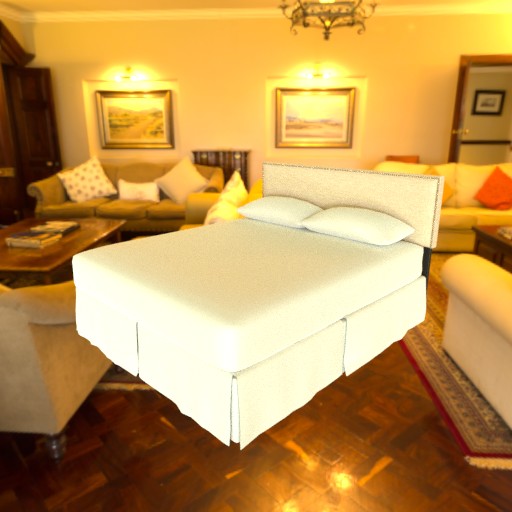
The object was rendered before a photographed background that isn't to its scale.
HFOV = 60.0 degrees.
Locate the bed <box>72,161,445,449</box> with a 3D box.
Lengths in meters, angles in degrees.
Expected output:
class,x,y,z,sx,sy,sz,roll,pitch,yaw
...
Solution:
class,x,y,z,sx,sy,sz,roll,pitch,yaw
bed,0.000,0.000,2.903,1.616,1.016,1.876,16,23,42
